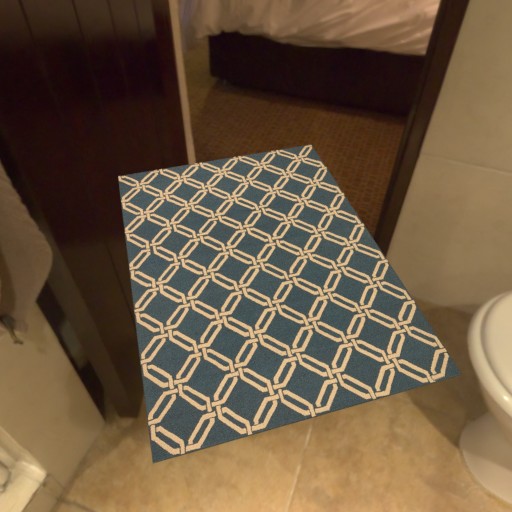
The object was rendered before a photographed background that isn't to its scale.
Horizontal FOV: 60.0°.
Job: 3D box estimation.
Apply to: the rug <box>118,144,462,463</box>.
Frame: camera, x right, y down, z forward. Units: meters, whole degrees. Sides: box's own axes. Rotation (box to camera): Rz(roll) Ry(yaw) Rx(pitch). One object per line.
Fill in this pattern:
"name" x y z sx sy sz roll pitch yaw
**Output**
"rug" 0.000 0.000 4.359 2.432 0.018 3.342 -12 48 -11
